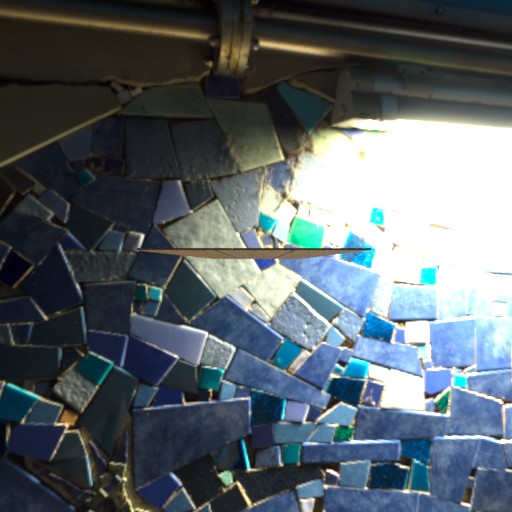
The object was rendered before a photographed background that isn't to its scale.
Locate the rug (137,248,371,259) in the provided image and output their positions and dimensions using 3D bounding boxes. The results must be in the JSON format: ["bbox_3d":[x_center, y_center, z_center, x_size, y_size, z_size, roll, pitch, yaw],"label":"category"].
[{"bbox_3d":[0.000,0.000,2.657,0.762,0.008,2.439,0,-1,0],"label":"rug"}]
